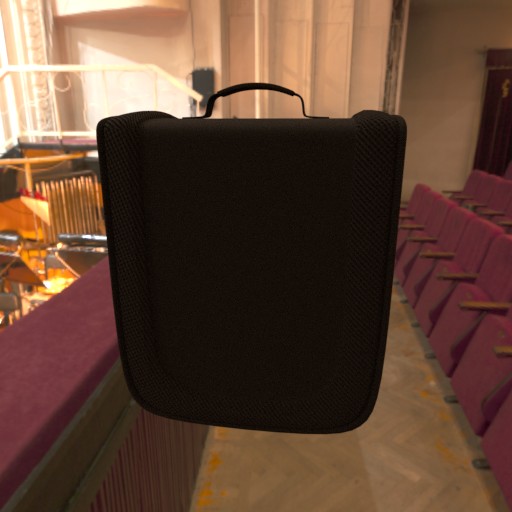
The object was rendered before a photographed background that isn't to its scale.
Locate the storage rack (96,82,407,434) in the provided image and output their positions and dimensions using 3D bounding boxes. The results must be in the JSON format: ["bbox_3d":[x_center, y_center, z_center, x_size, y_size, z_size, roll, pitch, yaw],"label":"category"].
[{"bbox_3d":[0.000,0.000,0.533,0.297,0.387,0.168,2,17,8],"label":"storage rack"}]
